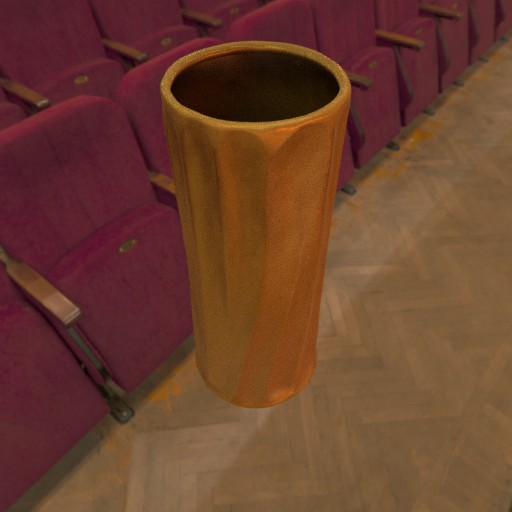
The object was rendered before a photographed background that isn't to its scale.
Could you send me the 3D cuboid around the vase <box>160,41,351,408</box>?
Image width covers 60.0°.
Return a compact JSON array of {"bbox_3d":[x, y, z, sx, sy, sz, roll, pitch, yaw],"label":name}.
[{"bbox_3d":[0.000,0.000,0.173,0.061,0.143,0.061,0,47,0],"label":"vase"}]
